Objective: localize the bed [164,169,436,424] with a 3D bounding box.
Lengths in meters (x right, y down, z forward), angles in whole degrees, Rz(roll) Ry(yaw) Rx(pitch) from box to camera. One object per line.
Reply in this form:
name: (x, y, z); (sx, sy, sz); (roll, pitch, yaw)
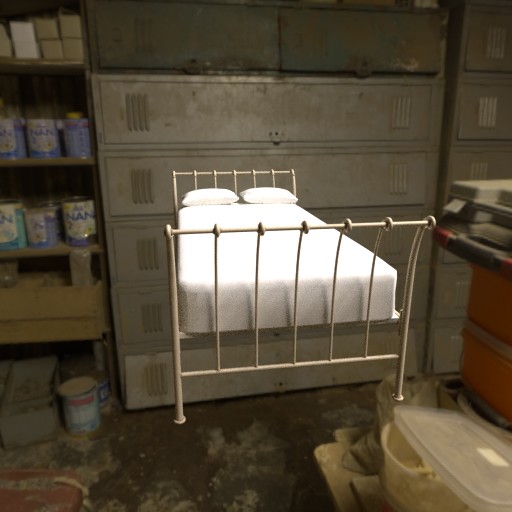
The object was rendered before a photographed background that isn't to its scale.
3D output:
bed: (0.000, 0.000, 2.753); (1.032, 0.873, 2.228); (-3, 16, -9)
